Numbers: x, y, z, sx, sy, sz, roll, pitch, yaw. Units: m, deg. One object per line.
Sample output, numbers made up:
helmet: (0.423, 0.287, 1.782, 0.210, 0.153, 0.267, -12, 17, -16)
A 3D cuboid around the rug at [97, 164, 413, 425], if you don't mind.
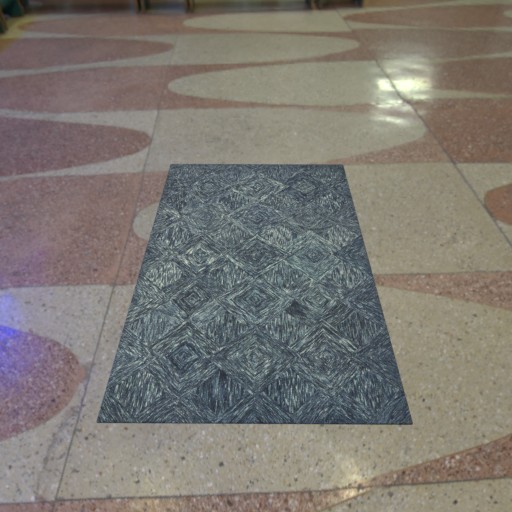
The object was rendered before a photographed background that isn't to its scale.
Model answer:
rug: (0.000, 0.000, 2.929, 1.478, 0.017, 2.330, 0, 42, 0)
